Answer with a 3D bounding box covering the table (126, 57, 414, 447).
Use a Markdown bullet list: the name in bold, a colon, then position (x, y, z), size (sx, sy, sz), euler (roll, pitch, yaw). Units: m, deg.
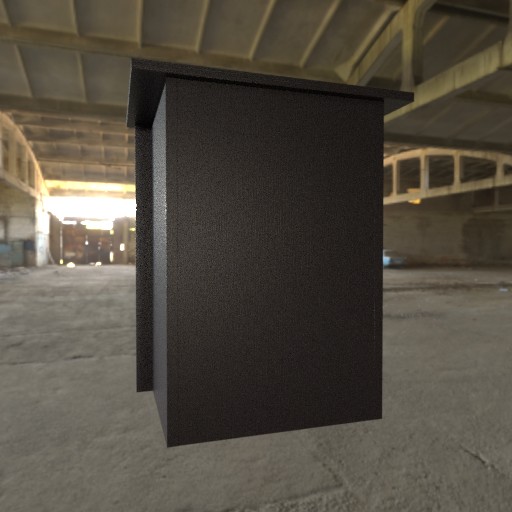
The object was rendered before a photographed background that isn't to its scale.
- **table**: position (0.000, 0.000, 1.071), size (0.589, 0.711, 0.408), euler (0, 1, -17)
